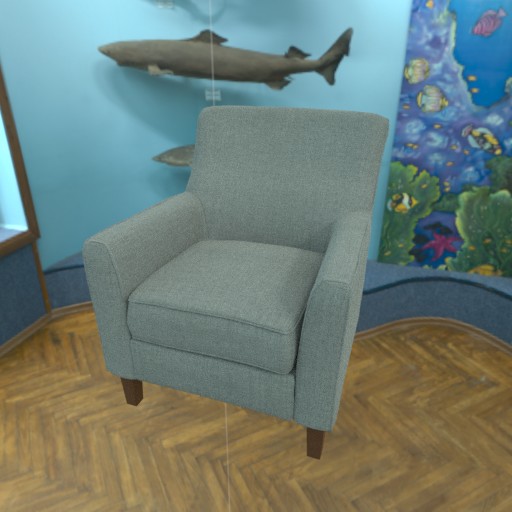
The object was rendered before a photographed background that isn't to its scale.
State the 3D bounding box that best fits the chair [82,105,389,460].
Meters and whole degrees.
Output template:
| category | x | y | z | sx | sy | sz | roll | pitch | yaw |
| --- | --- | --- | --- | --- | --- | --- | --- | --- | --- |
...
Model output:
| category | x | y | z | sx | sy | sz | roll | pitch | yaw |
| --- | --- | --- | --- | --- | --- | --- | --- | --- | --- |
| chair | 0.000 | 0.000 | 1.796 | 0.887 | 1.047 | 0.993 | 9 | 27 | 18 |
